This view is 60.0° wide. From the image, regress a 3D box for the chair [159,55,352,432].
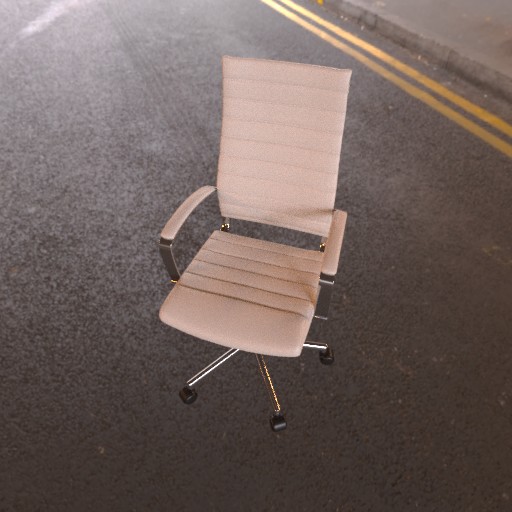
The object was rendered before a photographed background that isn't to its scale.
[{"bbox_3d":[0.000,0.000,1.585,0.679,1.149,0.679,12,43,13],"label":"chair"}]
